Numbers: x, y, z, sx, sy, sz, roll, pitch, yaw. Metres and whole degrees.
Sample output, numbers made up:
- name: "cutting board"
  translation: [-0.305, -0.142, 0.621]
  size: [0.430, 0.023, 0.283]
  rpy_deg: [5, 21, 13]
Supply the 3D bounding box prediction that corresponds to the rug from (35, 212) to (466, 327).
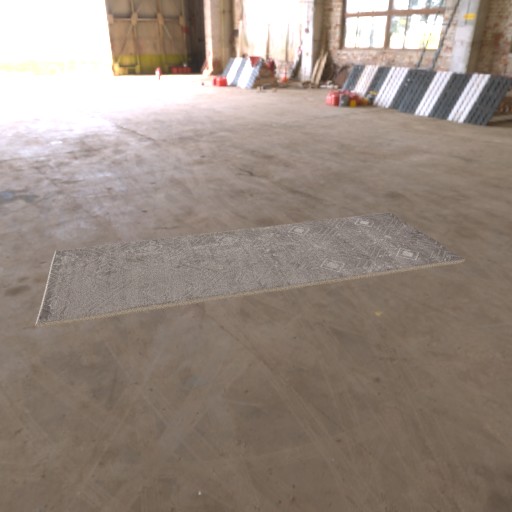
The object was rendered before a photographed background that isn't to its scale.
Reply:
- name: "rug"
  translation: [0.000, 0.000, 2.718]
  size: [2.381, 0.035, 0.832]
  rpy_deg: [-7, 27, -15]
